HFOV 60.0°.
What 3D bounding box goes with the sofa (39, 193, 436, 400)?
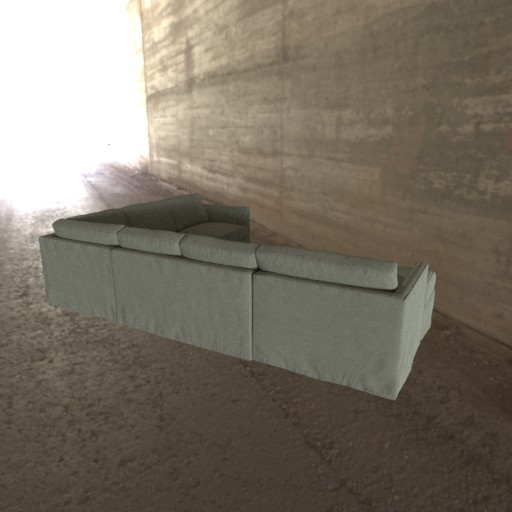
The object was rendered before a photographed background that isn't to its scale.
[{"bbox_3d":[0.000,0.000,4.510,3.434,0.869,2.440,9,18,28],"label":"sofa"}]
